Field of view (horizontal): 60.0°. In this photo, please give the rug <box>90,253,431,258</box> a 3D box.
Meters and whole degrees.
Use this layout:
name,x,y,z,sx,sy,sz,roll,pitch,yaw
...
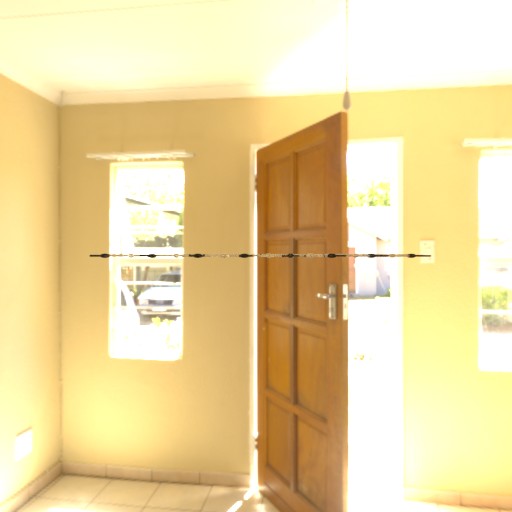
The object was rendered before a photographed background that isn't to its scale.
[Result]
name,x,y,z,sx,sy,sz,roll,pitch,yaw
rug,0.000,0.000,3.321,1.524,0.021,2.755,0,0,-1
